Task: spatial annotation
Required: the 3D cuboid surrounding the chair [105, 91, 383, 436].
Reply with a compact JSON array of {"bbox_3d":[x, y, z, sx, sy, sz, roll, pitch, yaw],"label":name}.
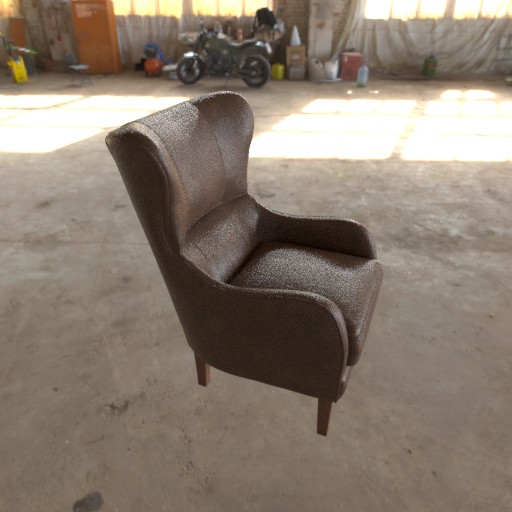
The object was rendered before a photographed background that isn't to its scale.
[{"bbox_3d":[0.000,0.000,1.671,0.914,1.048,0.692,12,32,19],"label":"chair"}]
